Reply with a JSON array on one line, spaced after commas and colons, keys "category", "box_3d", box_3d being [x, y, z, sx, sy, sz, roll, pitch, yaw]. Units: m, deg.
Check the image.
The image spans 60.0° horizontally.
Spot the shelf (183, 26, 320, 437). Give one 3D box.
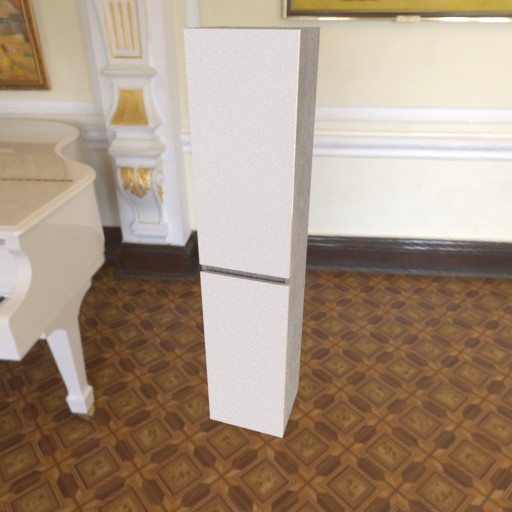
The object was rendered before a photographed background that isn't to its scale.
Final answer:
[{"category": "shelf", "box_3d": [0.000, 0.000, 1.527, 0.300, 1.400, 0.270, 9, 29, 16]}]
